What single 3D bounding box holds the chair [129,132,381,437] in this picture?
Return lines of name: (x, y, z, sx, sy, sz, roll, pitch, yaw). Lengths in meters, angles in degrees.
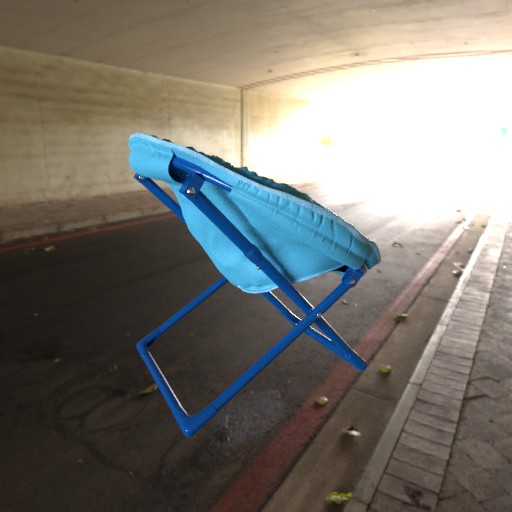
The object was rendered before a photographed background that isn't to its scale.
chair: (0.000, 0.000, 0.899, 0.465, 0.478, 0.520, -7, 16, -26)
